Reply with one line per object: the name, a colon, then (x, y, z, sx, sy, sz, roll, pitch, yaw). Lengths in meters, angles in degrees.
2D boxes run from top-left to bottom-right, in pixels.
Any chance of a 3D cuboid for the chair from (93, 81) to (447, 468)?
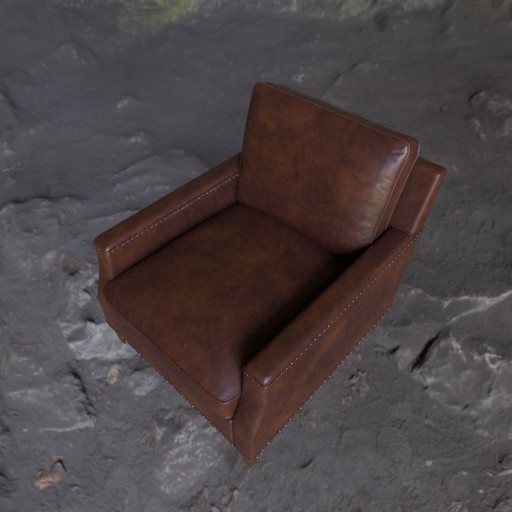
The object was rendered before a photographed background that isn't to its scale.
chair: (0.000, 0.000, 1.677, 0.853, 0.929, 1.014, 34, 54, 28)
